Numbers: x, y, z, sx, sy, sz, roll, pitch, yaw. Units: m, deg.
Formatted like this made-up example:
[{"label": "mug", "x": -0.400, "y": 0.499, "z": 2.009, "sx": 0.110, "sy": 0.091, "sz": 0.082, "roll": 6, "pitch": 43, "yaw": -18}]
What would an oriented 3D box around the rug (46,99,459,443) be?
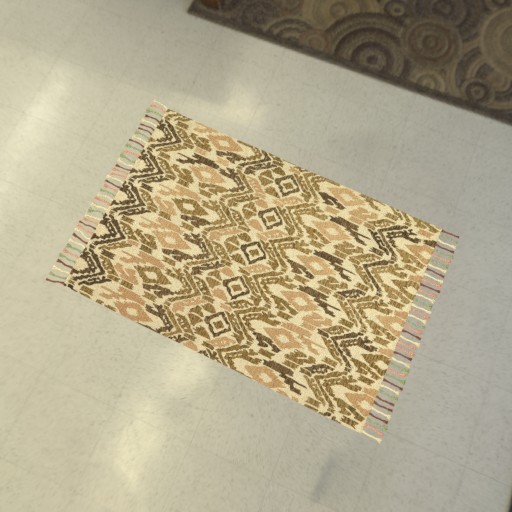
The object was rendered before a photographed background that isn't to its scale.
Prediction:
[{"label": "rug", "x": 0.000, "y": 0.000, "z": 3.023, "sx": 2.438, "sy": 0.008, "sz": 1.524, "roll": 25, "pitch": 77, "yaw": 6}]
